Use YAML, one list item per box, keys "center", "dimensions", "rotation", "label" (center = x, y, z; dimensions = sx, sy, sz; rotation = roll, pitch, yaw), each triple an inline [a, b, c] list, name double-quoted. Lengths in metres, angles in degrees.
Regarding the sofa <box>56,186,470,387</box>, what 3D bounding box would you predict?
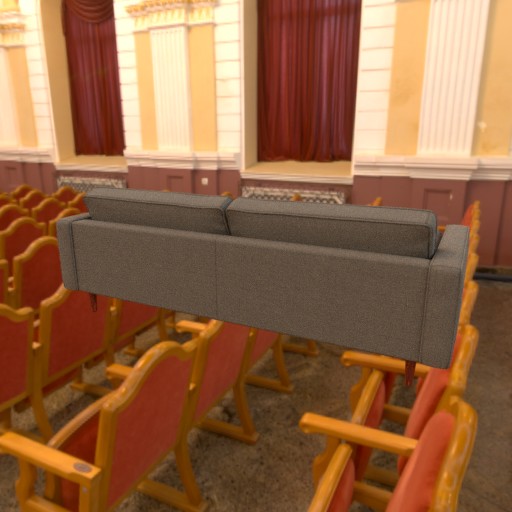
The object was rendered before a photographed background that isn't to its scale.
- center: [0.000, 0.000, 2.565]
  dimensions: [2.198, 0.762, 0.914]
  rotation: [8, 17, 25]
  label: "sofa"
